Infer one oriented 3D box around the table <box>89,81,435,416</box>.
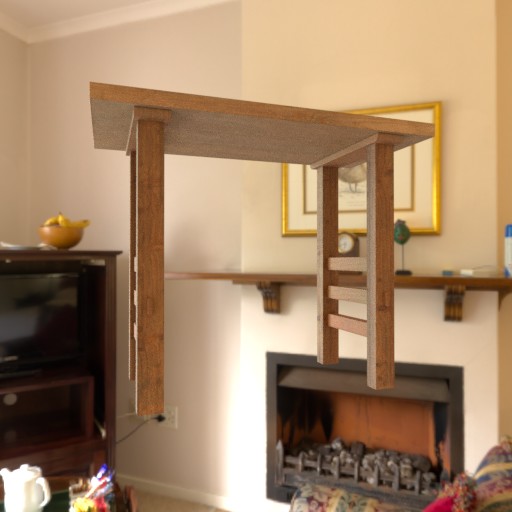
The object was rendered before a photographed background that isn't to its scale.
[{"bbox_3d":[0.000,0.000,1.609,1.119,0.914,0.556,0,-1,-19],"label":"table"}]
